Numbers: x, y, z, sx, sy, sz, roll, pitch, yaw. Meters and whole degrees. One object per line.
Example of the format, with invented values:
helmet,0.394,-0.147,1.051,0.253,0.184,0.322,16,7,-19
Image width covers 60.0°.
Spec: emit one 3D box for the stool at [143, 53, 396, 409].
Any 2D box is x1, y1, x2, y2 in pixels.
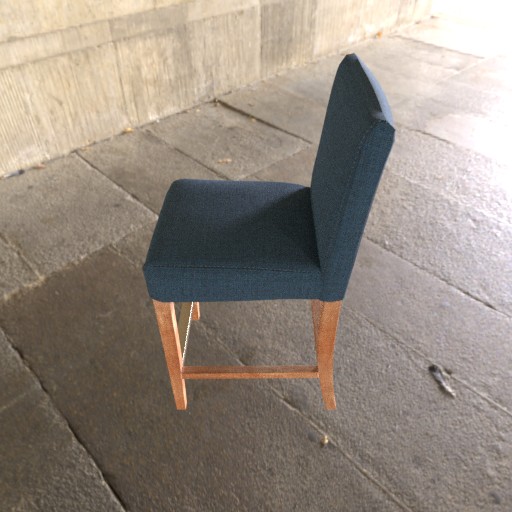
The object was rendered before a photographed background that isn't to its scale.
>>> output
stool,0.000,0.000,1.331,0.567,1.039,0.454,1,41,1
